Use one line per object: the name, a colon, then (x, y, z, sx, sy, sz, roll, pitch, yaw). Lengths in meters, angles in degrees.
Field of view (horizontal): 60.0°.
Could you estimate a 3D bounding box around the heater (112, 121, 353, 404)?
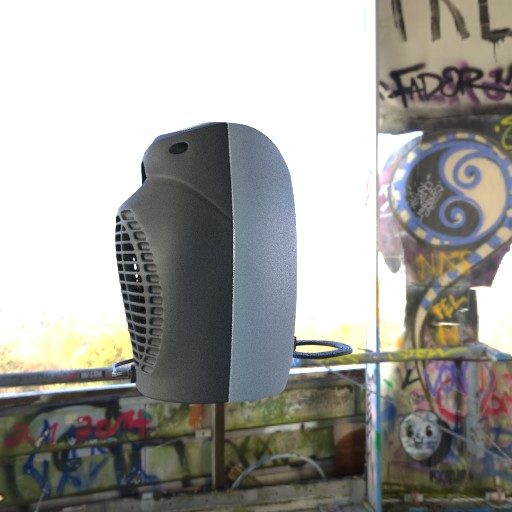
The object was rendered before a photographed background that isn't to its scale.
heater: (0.000, 0.000, 0.468, 0.291, 0.240, 0.239, 0, -1, -17)
